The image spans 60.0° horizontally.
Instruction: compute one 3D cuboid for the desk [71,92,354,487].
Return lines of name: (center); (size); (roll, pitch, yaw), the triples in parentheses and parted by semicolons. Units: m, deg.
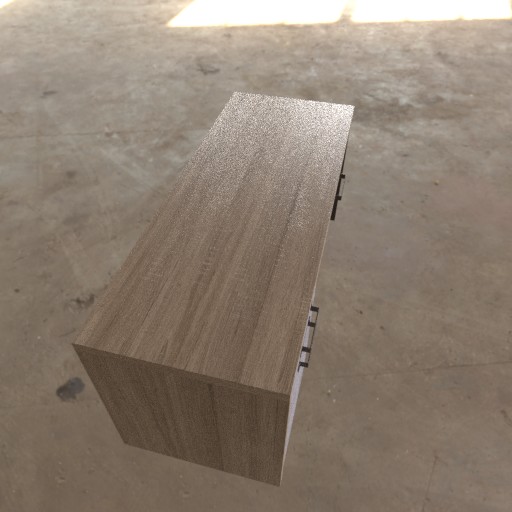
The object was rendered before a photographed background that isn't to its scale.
desk: (0.000, 0.000, 2.101); (0.690, 0.760, 1.700); (11, 46, 10)
